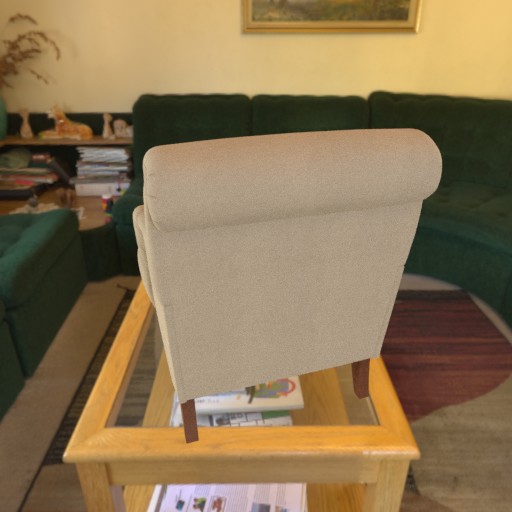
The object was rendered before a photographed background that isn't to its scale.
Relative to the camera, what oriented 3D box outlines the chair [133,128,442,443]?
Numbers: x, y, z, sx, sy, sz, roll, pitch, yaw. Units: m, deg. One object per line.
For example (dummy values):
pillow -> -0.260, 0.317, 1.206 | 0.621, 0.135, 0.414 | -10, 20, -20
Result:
chair -> 0.000, 0.000, 1.525 | 0.766, 0.942, 0.842 | -8, 28, -16
